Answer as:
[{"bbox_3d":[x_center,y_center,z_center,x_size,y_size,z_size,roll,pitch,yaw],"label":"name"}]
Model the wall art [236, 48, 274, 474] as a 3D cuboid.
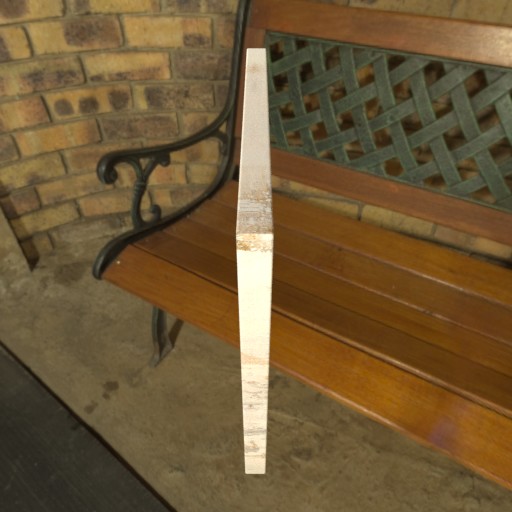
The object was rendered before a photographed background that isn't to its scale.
[{"bbox_3d":[0.000,0.000,0.900,0.040,0.613,0.611,0,42,0],"label":"wall art"}]
